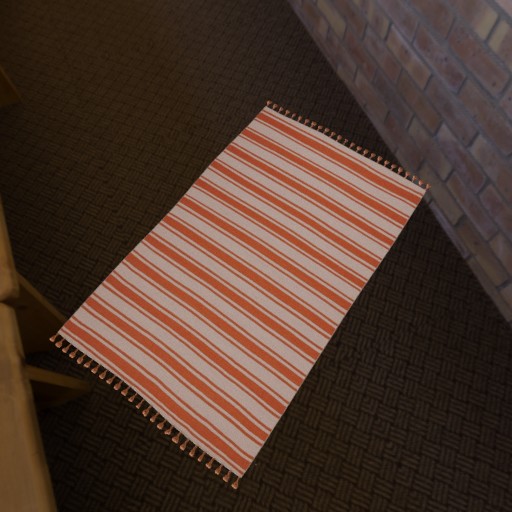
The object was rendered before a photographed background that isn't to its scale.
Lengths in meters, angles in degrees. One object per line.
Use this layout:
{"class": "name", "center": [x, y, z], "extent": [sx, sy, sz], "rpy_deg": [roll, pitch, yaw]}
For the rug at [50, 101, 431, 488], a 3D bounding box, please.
{"class": "rug", "center": [0.000, 0.000, 2.572], "extent": [1.232, 0.017, 2.092], "rpy_deg": [33, 69, 14]}
